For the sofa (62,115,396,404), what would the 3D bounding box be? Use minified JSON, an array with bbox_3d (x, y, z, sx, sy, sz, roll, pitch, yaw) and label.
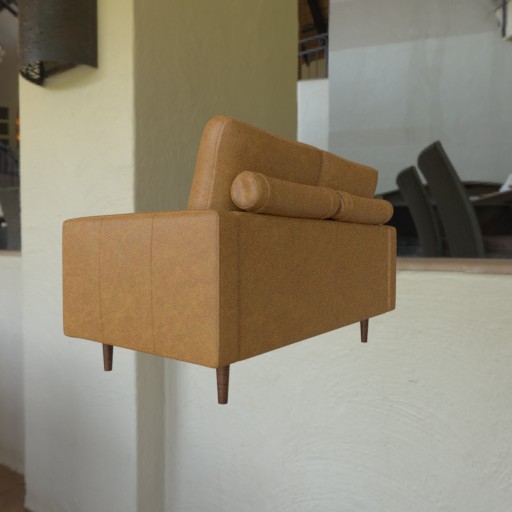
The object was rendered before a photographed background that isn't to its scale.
[{"bbox_3d":[0.000,0.000,1.998,0.868,0.898,1.430,1,2,37],"label":"sofa"}]
